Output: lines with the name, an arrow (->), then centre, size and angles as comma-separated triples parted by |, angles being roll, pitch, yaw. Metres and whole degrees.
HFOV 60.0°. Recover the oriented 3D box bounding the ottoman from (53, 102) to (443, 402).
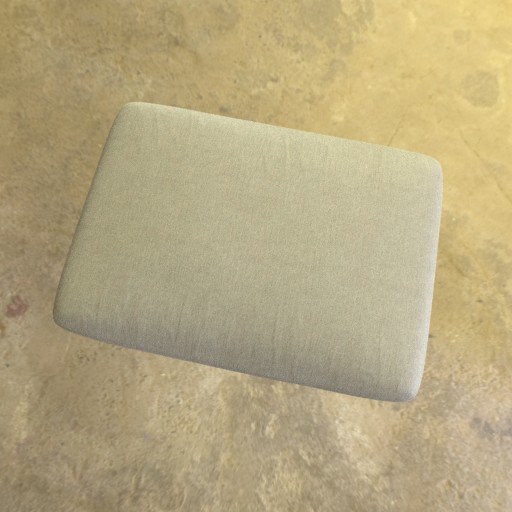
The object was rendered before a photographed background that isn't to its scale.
ottoman -> 0.000, 0.000, 1.029 | 0.735, 0.404, 0.528 | 11, 75, 3
